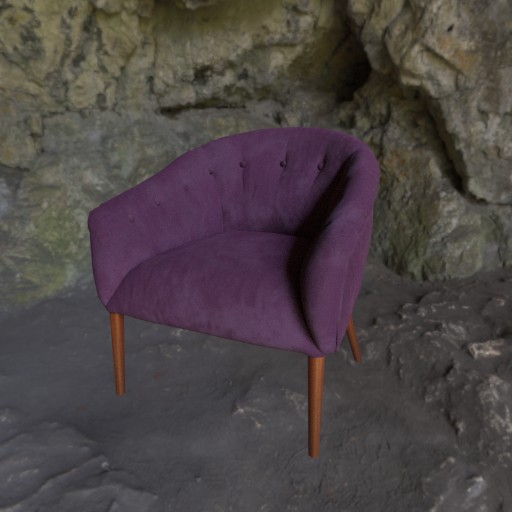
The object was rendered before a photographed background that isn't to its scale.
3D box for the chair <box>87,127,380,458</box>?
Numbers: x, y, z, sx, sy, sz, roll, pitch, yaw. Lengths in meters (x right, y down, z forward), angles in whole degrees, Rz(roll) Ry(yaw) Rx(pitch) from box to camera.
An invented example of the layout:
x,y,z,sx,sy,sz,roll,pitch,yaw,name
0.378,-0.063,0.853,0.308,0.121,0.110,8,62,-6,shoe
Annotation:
x,y,z,sx,sy,sz,roll,pitch,yaw,name
0.000,0.000,1.544,0.851,0.885,0.776,7,16,26,chair
